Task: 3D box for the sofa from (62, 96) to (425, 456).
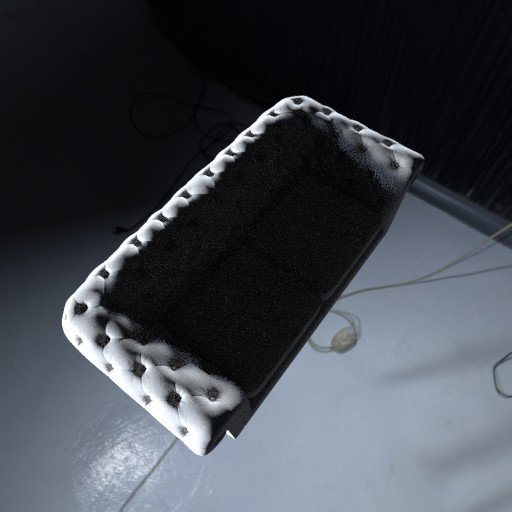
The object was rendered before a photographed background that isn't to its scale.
[{"bbox_3d":[0.000,0.000,2.540,0.986,0.764,1.998,33,65,18],"label":"sofa"}]
